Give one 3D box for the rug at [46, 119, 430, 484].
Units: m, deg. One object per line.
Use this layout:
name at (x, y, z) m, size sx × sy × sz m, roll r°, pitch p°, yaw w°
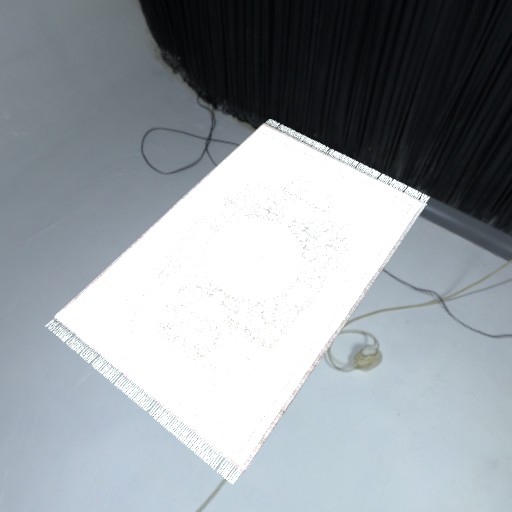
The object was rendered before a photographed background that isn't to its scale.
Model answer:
rug at (0.000, 0.000, 3.091) m, size 1.528 × 0.010 × 2.440 m, roll 32°, pitch 62°, yaw 19°
